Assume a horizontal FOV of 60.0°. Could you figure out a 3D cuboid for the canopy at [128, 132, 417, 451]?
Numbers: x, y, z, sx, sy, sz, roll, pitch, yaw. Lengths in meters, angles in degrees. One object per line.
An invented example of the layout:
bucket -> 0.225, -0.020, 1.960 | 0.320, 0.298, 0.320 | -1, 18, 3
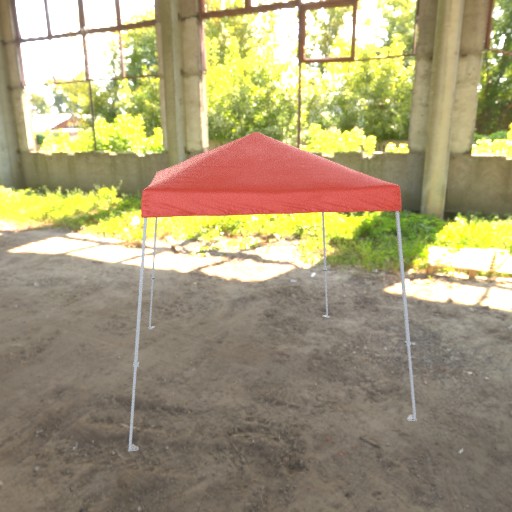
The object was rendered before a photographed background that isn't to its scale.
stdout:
canopy -> 0.000, 0.000, 5.291 | 2.849, 2.850, 2.850 | -2, 15, -9
